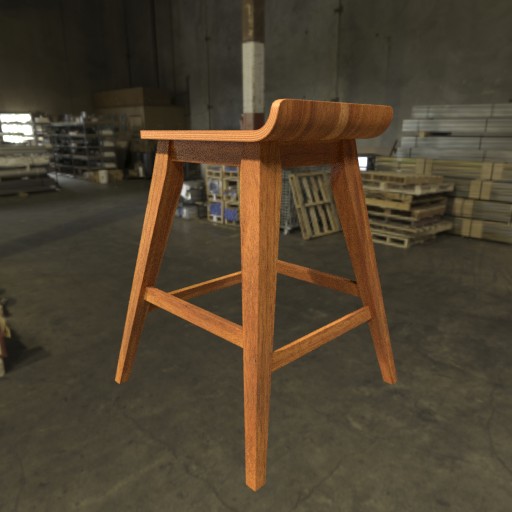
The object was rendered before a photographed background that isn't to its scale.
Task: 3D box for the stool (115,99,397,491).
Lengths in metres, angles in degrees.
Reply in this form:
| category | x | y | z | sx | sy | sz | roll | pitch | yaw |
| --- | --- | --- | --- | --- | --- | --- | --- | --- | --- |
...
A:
| category | x | y | z | sx | sy | sz | roll | pitch | yaw |
| --- | --- | --- | --- | --- | --- | --- | --- | --- | --- |
| stool | 0.000 | 0.000 | 1.021 | 0.500 | 0.650 | 0.500 | -15 | 22 | -43 |
